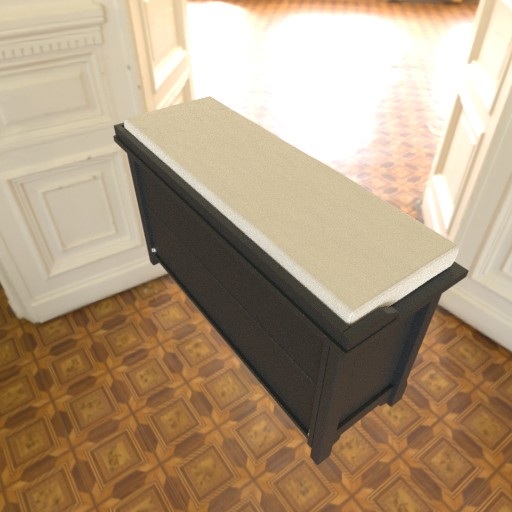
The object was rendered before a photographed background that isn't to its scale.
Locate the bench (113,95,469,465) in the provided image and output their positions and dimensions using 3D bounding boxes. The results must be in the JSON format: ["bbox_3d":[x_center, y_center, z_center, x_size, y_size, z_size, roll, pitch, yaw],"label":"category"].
[{"bbox_3d":[0.000,0.000,1.250,0.345,0.561,0.973,-26,48,-26],"label":"bench"}]
